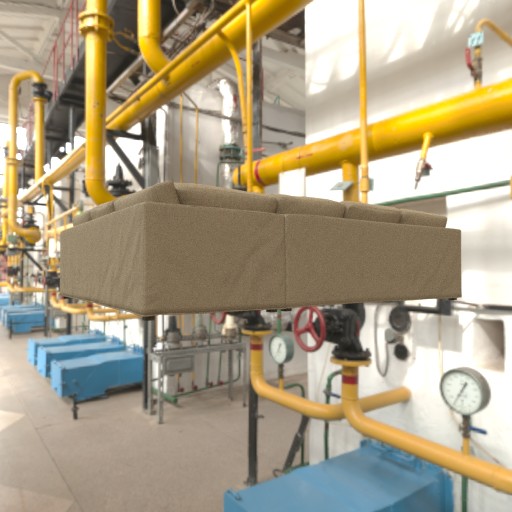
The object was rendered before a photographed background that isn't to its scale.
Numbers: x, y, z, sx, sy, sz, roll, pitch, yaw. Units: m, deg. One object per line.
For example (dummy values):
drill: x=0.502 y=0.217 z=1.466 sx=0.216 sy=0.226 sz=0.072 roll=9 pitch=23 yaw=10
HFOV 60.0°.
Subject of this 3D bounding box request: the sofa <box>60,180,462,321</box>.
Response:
sofa: x=0.000 y=0.000 z=4.390 sx=3.182 sy=0.871 sz=2.432 roll=1 pitch=-2 yaw=-34
